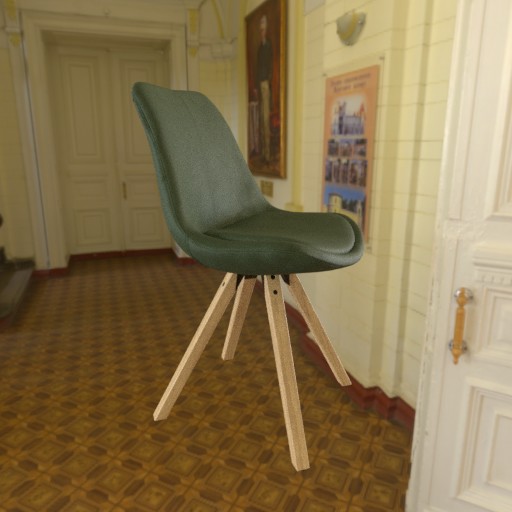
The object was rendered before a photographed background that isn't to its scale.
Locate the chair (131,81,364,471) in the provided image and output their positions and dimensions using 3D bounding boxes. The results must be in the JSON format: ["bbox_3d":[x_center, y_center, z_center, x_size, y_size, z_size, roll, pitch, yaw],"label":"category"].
[{"bbox_3d":[0.000,0.000,1.173,0.547,0.865,0.483,7,16,25],"label":"chair"}]
